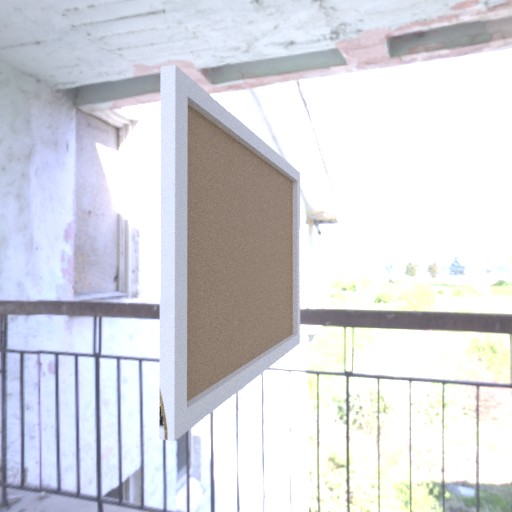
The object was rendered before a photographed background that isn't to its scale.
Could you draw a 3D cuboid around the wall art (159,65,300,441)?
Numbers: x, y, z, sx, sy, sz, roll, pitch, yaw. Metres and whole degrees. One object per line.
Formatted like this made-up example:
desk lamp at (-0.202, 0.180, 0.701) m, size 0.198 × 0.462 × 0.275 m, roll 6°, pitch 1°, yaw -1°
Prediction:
wall art at (0.000, 0.000, 1.449) m, size 0.038 × 0.767 × 1.144 m, roll 0°, pitch -1°, yaw 19°
